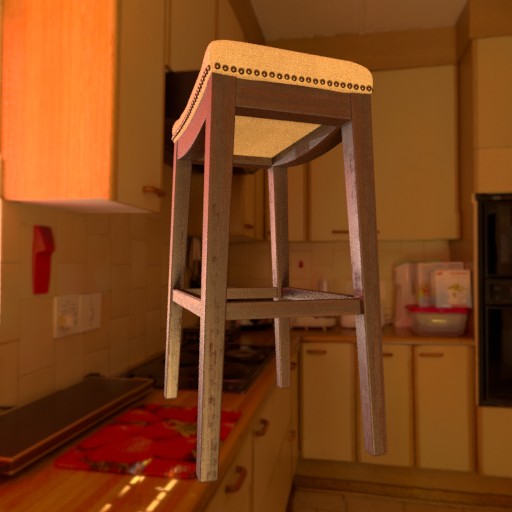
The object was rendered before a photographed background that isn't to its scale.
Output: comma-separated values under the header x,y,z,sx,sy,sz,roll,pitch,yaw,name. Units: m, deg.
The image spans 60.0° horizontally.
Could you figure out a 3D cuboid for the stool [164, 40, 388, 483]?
x,y,z,sx,sy,sz,roll,pitch,yaw,name
0.000,0.000,1.037,0.363,0.768,0.509,0,-1,-18,stool
